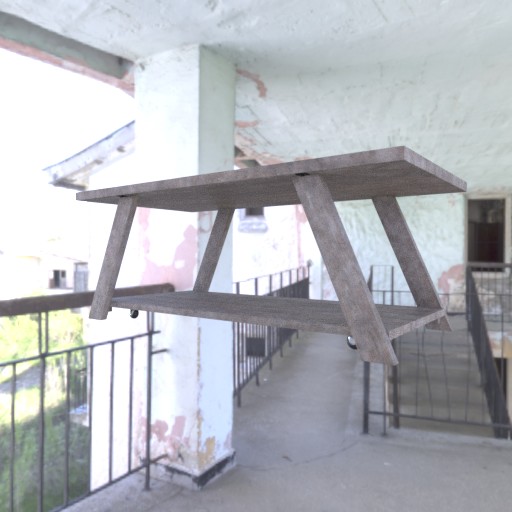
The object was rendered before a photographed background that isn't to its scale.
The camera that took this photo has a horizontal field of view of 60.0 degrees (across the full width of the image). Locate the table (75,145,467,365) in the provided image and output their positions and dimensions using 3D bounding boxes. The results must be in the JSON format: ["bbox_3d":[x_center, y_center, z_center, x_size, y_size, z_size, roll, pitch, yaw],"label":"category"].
[{"bbox_3d":[0.000,0.000,1.530,1.219,0.470,0.610,0,1,37],"label":"table"}]
